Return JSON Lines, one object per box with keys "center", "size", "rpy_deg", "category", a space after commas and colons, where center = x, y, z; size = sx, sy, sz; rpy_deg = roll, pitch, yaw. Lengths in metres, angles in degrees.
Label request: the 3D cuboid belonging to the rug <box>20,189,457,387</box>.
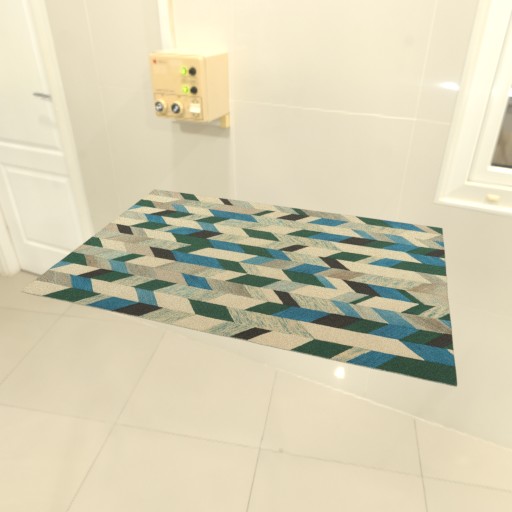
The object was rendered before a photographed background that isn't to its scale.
{"center": [0.000, 0.000, 2.239], "size": [1.827, 0.005, 1.229], "rpy_deg": [9, 32, 15], "category": "rug"}
